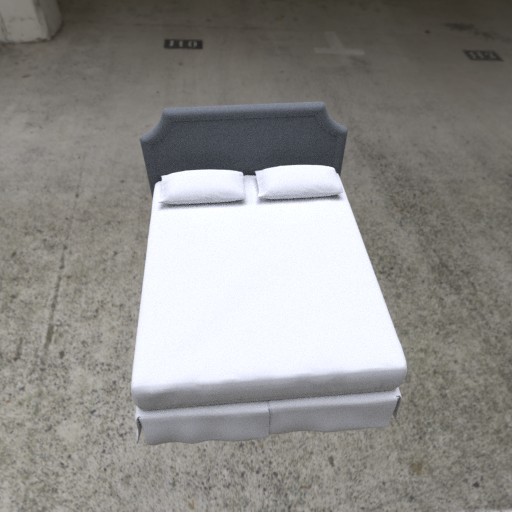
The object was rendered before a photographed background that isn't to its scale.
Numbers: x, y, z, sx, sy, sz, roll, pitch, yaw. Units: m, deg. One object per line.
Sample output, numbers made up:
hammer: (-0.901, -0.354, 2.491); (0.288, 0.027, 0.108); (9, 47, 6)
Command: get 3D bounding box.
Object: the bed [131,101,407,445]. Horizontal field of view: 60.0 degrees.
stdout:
bed: (0.000, 0.000, 3.349); (1.811, 1.296, 2.259); (-4, 46, -3)
